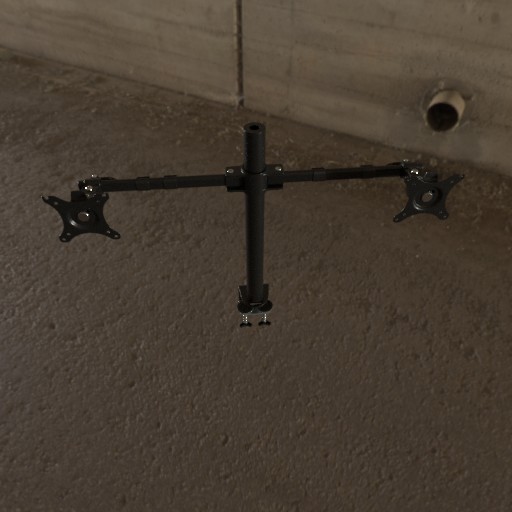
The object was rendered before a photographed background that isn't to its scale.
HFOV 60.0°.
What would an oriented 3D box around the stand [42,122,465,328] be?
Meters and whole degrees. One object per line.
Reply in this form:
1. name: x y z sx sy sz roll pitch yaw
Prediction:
1. stand: 0.000 0.000 1.003 0.743 0.603 0.150 -4 45 -4
